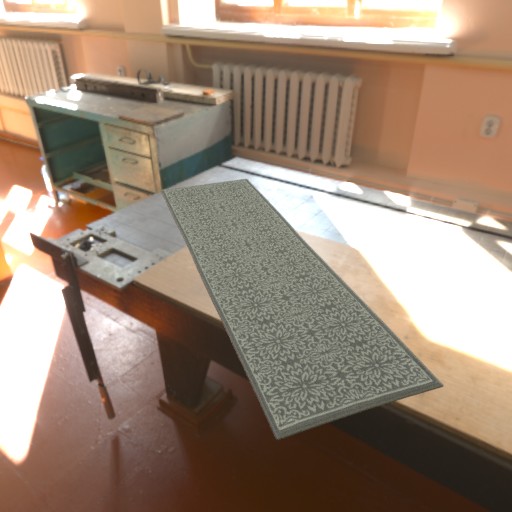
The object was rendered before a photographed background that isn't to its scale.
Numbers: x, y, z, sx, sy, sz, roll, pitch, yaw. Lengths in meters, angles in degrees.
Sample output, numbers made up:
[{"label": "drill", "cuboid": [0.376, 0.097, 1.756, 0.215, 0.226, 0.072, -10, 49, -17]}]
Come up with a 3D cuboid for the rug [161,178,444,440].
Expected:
[{"label": "rug", "cuboid": [0.000, 0.000, 2.404, 0.662, 0.011, 2.196, -11, 33, -17]}]
